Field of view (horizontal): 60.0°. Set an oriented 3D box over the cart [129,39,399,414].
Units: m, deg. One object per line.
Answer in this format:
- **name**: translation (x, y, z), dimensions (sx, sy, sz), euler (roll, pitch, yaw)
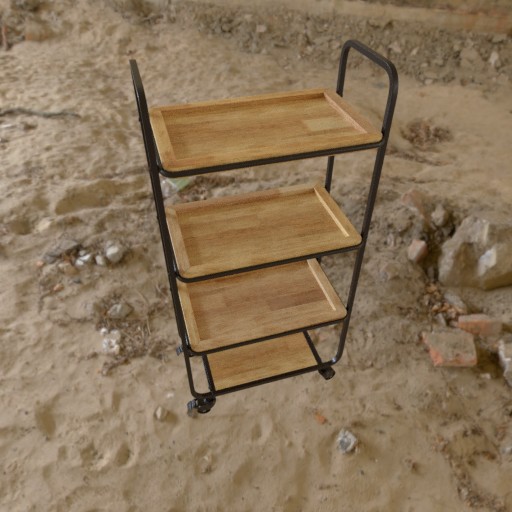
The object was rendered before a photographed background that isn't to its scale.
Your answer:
- **cart**: translation (0.000, 0.000, 1.279), dimensions (0.545, 1.080, 0.321), euler (-11, 42, -12)
